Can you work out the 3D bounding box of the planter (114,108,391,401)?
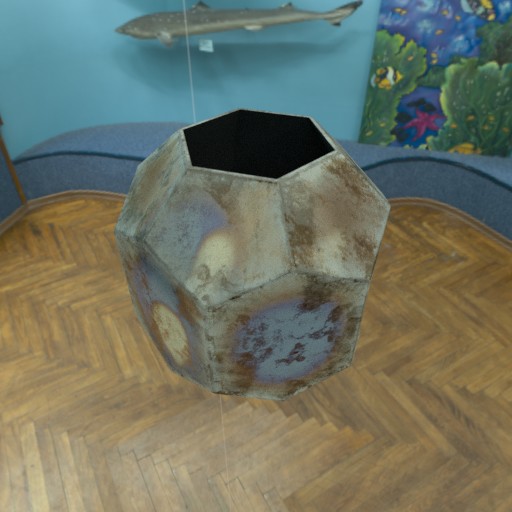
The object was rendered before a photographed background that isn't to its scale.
[{"bbox_3d":[0.000,0.000,0.423,0.221,0.238,0.243,11,41,13],"label":"planter"}]
